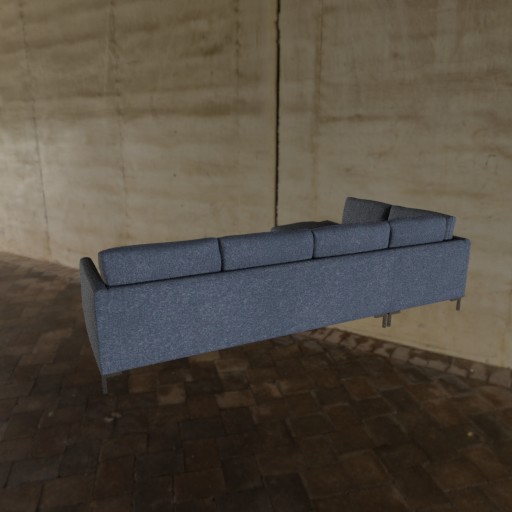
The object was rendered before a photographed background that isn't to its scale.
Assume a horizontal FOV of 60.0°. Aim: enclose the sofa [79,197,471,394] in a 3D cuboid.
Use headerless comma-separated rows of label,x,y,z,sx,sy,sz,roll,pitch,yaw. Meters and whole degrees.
sofa,0.000,0.000,3.863,2.949,0.815,2.007,-7,16,-25
